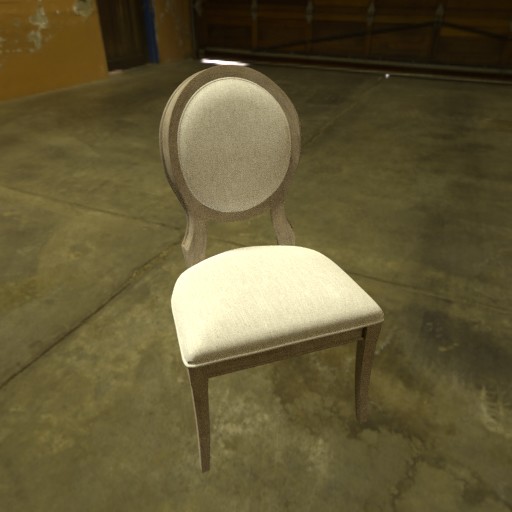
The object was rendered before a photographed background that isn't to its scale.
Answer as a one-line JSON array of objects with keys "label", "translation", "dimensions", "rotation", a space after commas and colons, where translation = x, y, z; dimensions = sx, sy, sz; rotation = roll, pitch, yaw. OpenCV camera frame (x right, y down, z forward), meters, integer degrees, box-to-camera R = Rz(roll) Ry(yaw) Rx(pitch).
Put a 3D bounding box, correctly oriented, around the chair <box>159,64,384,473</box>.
[{"label": "chair", "translation": [0.000, 0.000, 1.320], "dimensions": [0.558, 0.990, 0.602], "rotation": [-10, 32, -16]}]
